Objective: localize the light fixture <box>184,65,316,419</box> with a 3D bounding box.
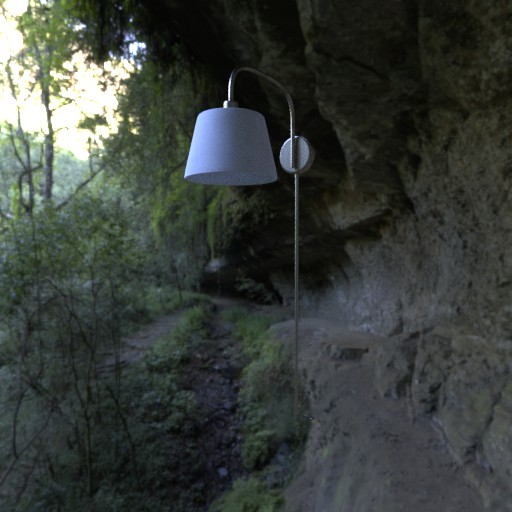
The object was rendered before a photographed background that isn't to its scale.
[{"bbox_3d":[0.000,0.000,0.478,0.092,0.399,0.176,1,2,36],"label":"light fixture"}]
